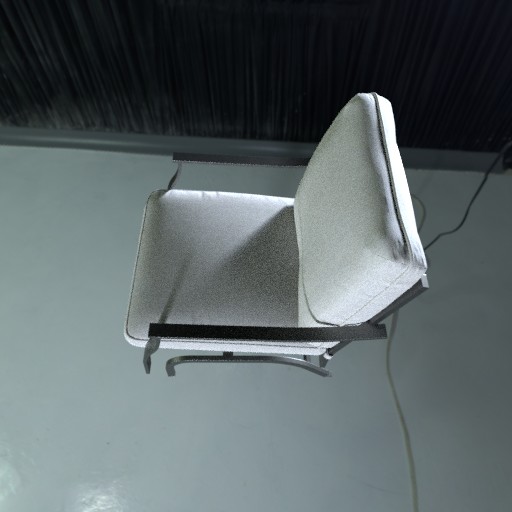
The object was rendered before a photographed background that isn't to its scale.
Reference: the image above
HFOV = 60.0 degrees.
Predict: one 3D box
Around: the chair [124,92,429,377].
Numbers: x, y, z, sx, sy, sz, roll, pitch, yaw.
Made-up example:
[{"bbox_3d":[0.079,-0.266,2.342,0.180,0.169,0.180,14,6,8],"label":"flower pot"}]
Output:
[{"bbox_3d":[0.000,0.000,1.412,0.787,0.860,0.650,0,58,0],"label":"chair"}]
